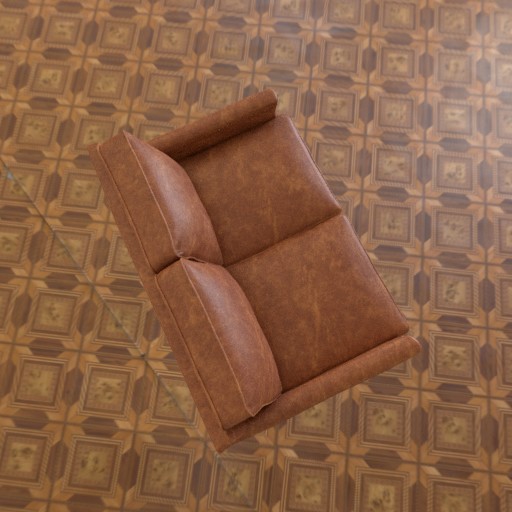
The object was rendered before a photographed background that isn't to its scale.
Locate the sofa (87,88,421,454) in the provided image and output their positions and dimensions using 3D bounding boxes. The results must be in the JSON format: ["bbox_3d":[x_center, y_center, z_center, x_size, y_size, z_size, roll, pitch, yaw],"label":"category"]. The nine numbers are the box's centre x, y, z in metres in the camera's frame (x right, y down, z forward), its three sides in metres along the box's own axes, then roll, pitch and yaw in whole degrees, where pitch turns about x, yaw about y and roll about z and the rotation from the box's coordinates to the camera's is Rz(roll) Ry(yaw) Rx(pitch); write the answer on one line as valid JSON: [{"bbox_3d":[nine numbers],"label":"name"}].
[{"bbox_3d":[0.000,0.000,2.317,1.084,1.003,1.597,-25,77,-6],"label":"sofa"}]
